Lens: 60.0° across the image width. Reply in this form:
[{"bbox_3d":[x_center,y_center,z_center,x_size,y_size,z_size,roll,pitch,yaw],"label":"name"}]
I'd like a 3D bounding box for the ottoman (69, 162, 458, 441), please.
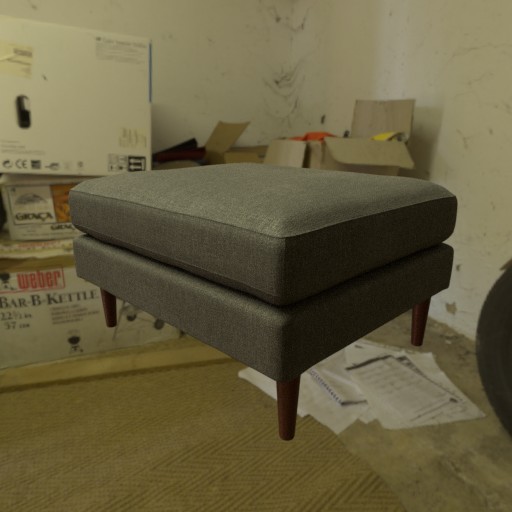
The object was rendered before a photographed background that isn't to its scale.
[{"bbox_3d":[0.000,0.000,1.227,0.693,0.474,0.821,-15,22,-43],"label":"ottoman"}]
